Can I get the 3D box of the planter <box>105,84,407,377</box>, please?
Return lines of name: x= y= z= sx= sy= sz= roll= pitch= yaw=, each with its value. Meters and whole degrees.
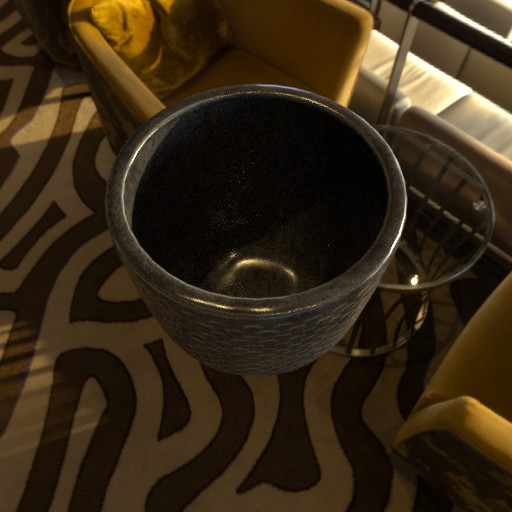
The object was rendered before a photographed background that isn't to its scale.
planter: x=0.000 y=0.000 z=0.368 sx=0.197 sy=0.191 sz=0.197 roll=0 pitch=58 yaw=0
